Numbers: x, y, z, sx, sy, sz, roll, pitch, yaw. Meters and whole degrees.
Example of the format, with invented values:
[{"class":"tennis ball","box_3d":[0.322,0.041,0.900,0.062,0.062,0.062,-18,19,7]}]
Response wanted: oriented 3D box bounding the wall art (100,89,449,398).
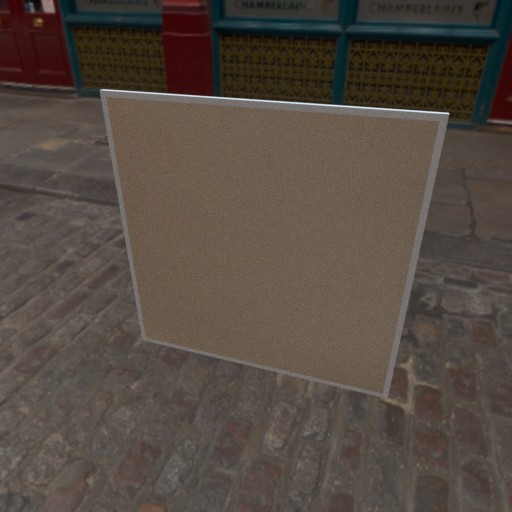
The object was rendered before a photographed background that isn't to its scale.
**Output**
[{"class":"wall art","box_3d":[0.000,0.000,0.675,0.456,0.456,0.007,10,32,16]}]
